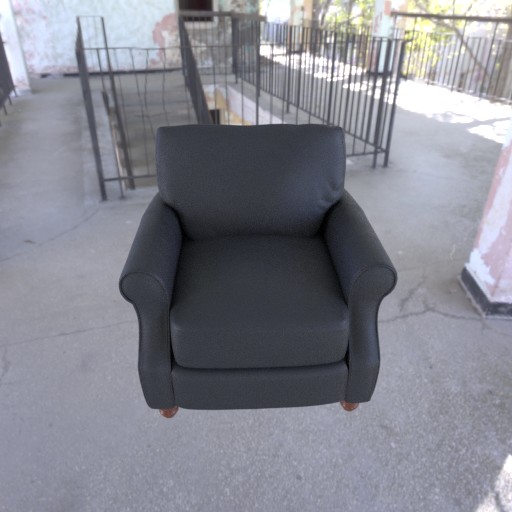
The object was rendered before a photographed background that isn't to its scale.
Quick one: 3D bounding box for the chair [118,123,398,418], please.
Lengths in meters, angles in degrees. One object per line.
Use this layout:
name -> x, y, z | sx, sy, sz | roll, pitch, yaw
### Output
chair -> 0.000, 0.000, 1.868 | 1.015, 0.960, 1.027 | 1, 30, 2
